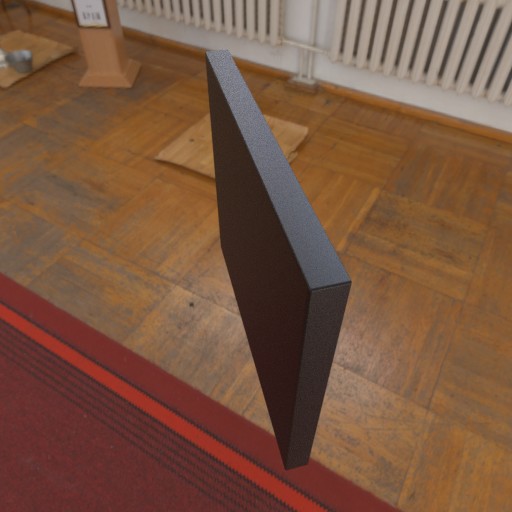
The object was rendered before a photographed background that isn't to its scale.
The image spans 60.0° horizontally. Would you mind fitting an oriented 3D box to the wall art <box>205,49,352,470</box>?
[{"bbox_3d":[0.000,0.000,0.525,0.028,0.330,0.380,-11,47,-10],"label":"wall art"}]
